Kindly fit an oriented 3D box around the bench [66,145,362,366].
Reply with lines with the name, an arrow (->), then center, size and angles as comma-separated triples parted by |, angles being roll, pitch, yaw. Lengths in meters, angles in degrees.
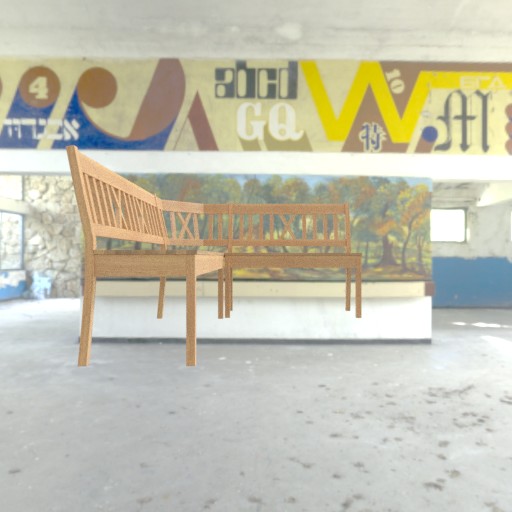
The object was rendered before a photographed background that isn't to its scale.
bench -> 0.000, 0.000, 2.770 | 1.537, 0.902, 1.937 | 0, 0, 0
